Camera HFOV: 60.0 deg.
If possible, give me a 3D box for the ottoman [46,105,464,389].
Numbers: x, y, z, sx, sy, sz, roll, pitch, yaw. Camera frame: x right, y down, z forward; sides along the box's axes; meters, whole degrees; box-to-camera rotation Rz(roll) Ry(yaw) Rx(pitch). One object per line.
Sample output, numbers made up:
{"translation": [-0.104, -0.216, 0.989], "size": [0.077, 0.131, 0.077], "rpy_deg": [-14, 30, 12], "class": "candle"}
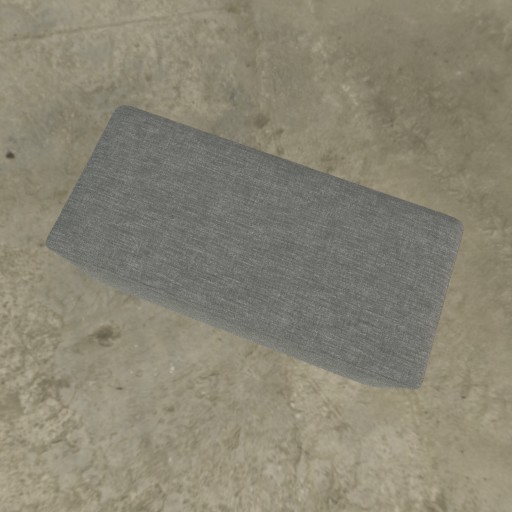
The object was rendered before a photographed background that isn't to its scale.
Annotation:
{"translation": [0.000, 0.000, 1.188], "size": [0.902, 0.432, 0.419], "rpy_deg": [20, 76, 5], "class": "ottoman"}
